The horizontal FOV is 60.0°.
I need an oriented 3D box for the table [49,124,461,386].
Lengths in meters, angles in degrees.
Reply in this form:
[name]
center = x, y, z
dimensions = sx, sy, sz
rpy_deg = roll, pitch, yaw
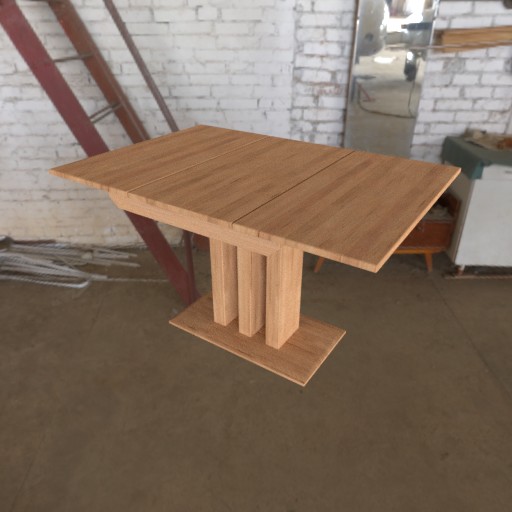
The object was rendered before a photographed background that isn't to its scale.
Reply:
[table]
center = 0.000, 0.000, 1.884
dimensions = 1.300, 0.770, 0.900
rpy_deg = 18, 34, 29
